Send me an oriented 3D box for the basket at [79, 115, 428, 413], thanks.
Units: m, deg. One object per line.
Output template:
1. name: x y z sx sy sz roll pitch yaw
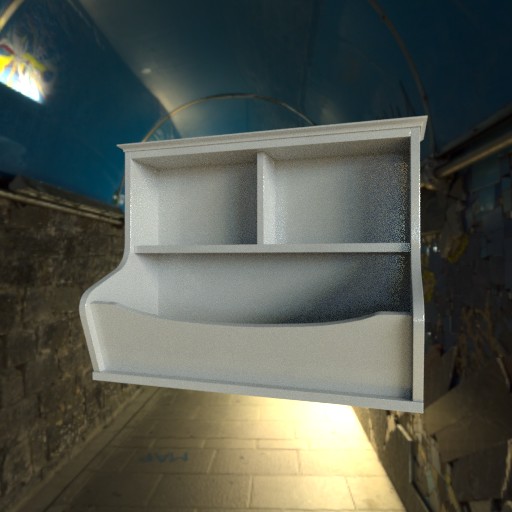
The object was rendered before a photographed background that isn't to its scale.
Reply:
1. basket: 0.000 0.000 1.079 0.780 0.600 0.350 0 0 18
